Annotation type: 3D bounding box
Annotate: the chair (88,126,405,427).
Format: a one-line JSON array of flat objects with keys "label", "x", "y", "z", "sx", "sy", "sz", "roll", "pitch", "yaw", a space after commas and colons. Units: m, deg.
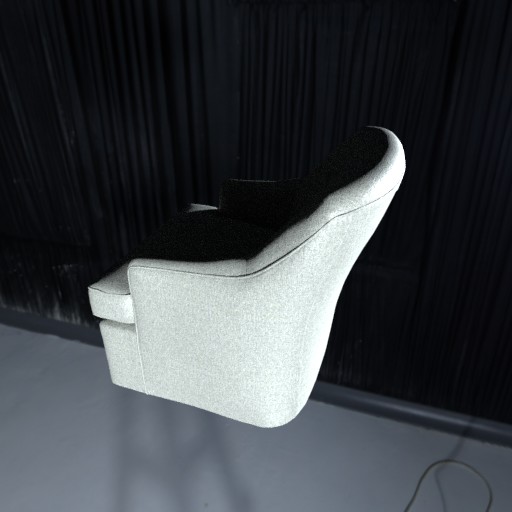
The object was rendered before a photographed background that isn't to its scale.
[{"label": "chair", "x": 0.000, "y": 0.000, "z": 1.606, "sx": 0.923, "sy": 0.856, "sz": 0.864, "roll": 9, "pitch": 30, "yaw": 16}]
